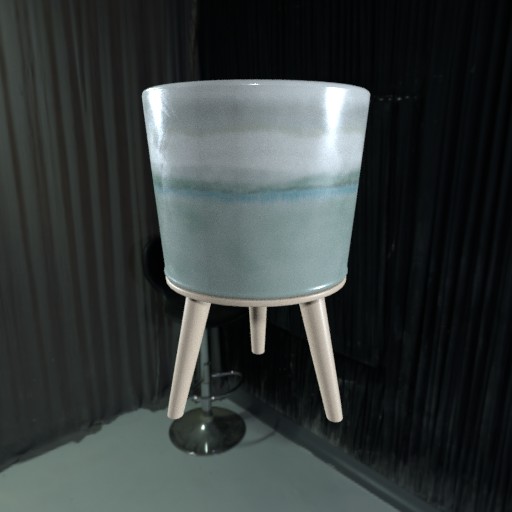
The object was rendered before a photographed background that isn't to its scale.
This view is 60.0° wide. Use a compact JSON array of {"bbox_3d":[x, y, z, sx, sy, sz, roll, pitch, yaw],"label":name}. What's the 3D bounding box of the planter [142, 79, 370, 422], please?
[{"bbox_3d":[0.000,0.000,0.581,0.265,0.404,0.265,14,21,43],"label":"planter"}]
